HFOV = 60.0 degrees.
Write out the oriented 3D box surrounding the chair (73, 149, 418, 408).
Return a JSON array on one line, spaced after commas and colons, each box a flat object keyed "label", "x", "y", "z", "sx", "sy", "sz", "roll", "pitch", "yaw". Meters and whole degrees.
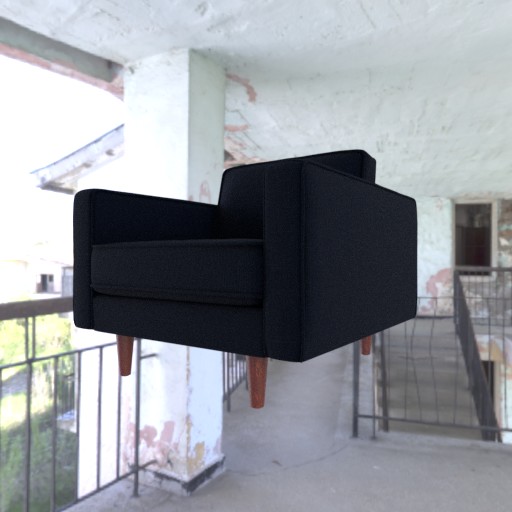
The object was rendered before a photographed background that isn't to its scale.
[{"label": "chair", "x": 0.000, "y": 0.000, "z": 1.576, "sx": 0.899, "sy": 0.770, "sz": 0.920, "roll": 0, "pitch": 0, "yaw": 35}]
